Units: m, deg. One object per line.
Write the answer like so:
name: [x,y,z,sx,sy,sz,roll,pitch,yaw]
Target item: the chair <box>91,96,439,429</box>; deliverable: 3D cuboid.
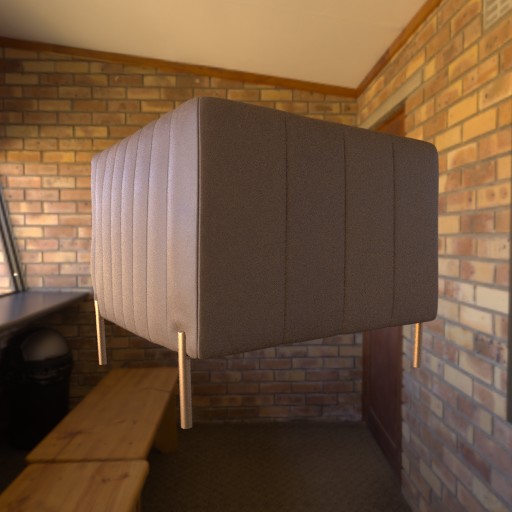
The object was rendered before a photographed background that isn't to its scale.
chair: [0.000,0.000,1.585,0.981,0.779,0.876,-1,2,-35]
